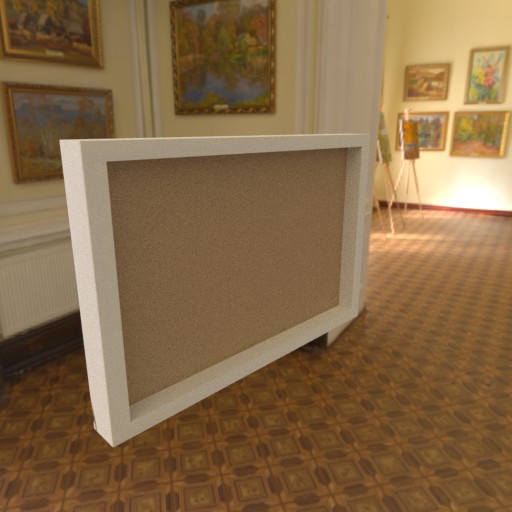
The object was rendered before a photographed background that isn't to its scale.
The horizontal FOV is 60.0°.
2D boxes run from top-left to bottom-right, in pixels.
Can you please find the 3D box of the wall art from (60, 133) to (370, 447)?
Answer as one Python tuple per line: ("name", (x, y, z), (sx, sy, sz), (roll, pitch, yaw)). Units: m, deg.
("wall art", (0.000, 0.000, 0.486), (0.039, 0.254, 0.384), (16, 23, 43))
